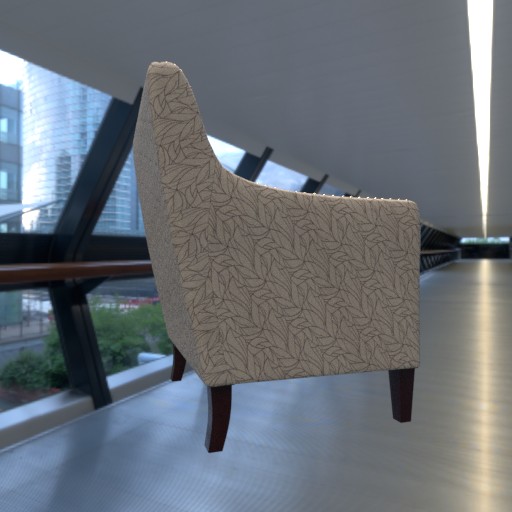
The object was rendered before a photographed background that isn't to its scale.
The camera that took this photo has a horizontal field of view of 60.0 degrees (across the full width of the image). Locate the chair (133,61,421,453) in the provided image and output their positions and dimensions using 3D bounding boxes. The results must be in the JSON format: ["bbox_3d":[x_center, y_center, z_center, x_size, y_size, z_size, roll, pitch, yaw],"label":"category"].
[{"bbox_3d":[0.000,0.000,1.263,0.651,0.816,0.623,0,0,-18],"label":"chair"}]
